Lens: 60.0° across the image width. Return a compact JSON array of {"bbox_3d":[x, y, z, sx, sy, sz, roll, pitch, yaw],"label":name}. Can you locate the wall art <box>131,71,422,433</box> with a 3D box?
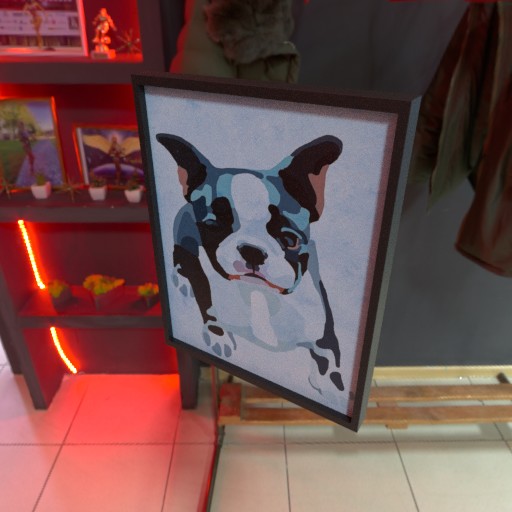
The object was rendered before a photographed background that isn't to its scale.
[{"bbox_3d":[0.000,0.000,0.502,0.294,0.369,0.030,17,34,28],"label":"wall art"}]
